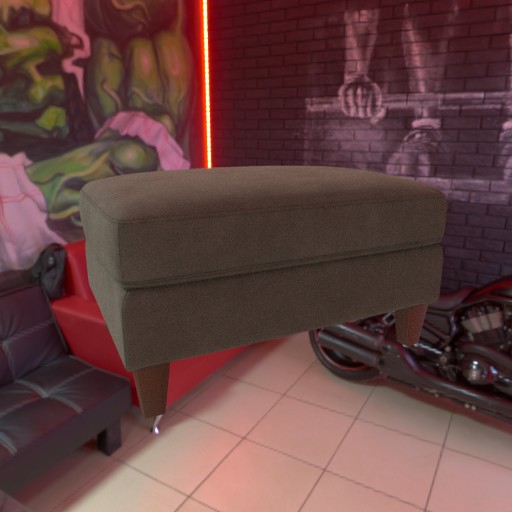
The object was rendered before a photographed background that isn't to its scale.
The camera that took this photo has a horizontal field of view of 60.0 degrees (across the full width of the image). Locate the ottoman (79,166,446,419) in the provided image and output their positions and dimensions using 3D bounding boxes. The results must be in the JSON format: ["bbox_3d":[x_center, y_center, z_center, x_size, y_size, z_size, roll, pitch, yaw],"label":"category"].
[{"bbox_3d":[0.000,0.000,1.240,0.864,0.483,0.584,-8,17,-26],"label":"ottoman"}]
